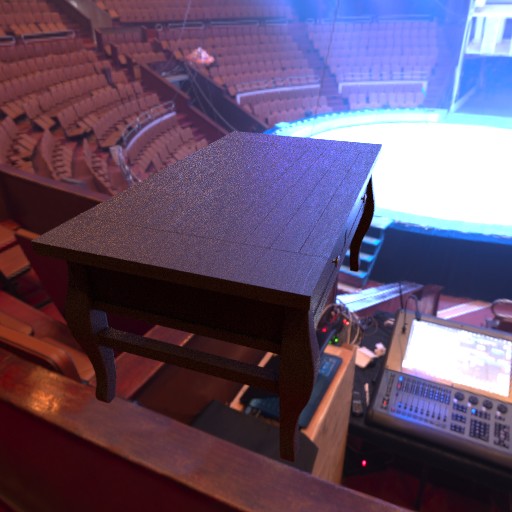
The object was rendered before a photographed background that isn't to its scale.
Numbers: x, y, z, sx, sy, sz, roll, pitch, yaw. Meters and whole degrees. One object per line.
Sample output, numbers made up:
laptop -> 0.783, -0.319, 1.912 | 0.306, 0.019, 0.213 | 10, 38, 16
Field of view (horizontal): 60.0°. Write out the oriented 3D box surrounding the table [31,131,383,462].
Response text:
table -> 0.000, 0.000, 1.367 | 0.600, 0.494, 1.062 | 10, 30, 18
